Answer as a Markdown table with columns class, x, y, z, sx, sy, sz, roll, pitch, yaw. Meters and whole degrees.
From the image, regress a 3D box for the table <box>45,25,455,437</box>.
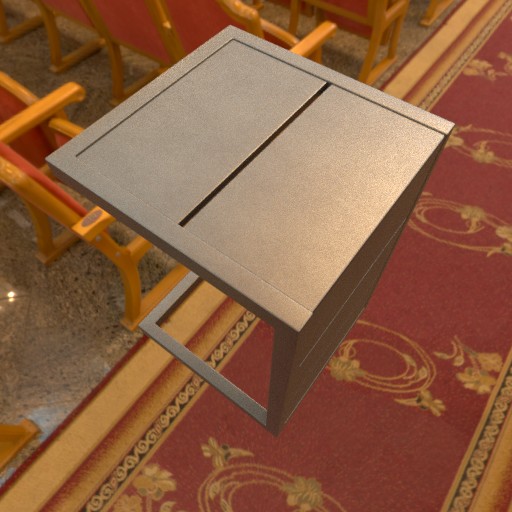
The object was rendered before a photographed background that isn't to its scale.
| class | x | y | z | sx | sy | sz | roll | pitch | yaw |
| --- | --- | --- | --- | --- | --- | --- | --- | --- | --- |
| table | 0.000 | 0.000 | 0.881 | 0.420 | 0.609 | 0.405 | 33 | 63 | 19 |
